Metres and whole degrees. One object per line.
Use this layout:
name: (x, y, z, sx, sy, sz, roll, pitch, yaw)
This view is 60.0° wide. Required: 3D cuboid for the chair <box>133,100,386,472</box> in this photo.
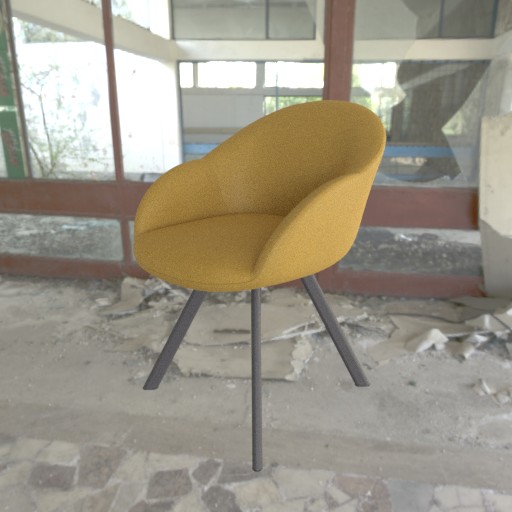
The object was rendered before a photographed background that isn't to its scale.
chair: (0.000, 0.000, 1.170, 0.551, 0.793, 0.583, 16, 23, 42)
